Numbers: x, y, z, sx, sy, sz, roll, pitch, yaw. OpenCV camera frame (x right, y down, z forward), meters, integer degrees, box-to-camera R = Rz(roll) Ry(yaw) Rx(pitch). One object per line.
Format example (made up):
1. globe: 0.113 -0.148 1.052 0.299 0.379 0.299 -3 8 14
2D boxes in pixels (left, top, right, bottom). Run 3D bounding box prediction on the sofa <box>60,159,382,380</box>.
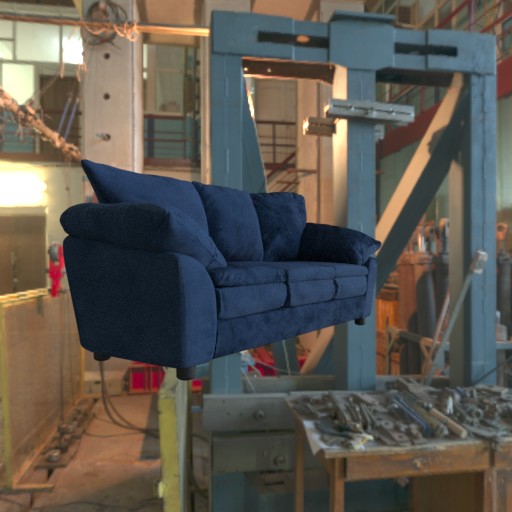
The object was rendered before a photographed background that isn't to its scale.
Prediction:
1. sofa: 0.000 0.000 2.940 0.907 1.091 2.390 0 0 36
